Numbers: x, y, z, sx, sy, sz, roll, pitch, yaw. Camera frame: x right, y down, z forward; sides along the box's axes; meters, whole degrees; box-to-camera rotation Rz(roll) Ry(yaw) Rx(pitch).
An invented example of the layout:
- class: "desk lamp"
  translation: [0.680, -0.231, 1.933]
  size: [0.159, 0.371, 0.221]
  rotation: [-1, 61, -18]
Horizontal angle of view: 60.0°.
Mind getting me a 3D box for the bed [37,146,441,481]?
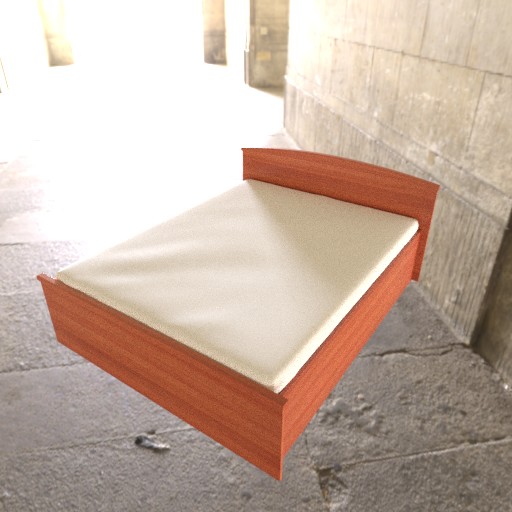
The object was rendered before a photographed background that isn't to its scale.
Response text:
- class: "bed"
  translation: [0.000, 0.000, 2.926]
  size: [1.683, 0.848, 2.053]
  rotation: [19, 35, 30]
